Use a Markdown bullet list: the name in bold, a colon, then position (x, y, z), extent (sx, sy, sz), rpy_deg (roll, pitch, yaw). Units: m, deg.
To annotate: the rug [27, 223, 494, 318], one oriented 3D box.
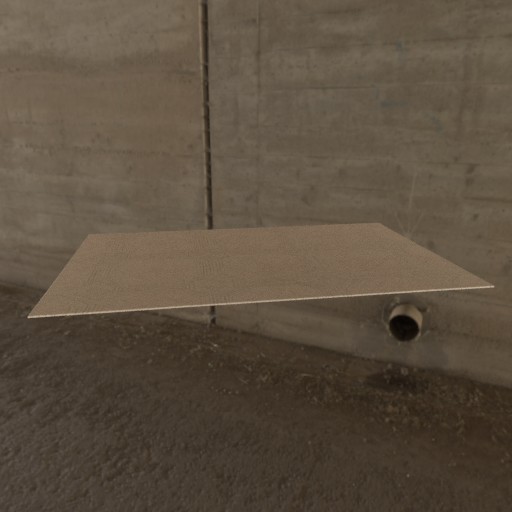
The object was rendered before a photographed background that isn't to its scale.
- **rug**: position (0.000, 0.000, 2.994), extent (2.440, 0.008, 1.524), rpy_deg (-3, 18, -9)
